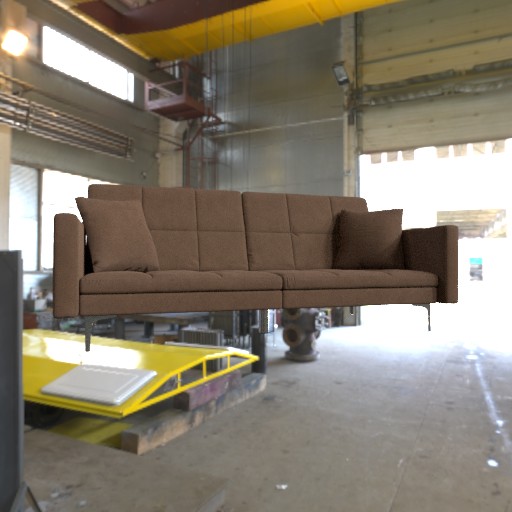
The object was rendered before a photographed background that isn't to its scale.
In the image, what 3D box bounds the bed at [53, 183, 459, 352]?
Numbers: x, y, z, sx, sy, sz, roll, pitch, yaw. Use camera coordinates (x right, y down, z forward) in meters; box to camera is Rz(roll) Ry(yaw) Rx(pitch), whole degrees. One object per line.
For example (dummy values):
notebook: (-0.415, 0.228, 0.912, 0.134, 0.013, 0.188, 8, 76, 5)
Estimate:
bed: (0.000, 0.000, 2.383, 1.905, 0.787, 0.889, 0, -1, -18)
